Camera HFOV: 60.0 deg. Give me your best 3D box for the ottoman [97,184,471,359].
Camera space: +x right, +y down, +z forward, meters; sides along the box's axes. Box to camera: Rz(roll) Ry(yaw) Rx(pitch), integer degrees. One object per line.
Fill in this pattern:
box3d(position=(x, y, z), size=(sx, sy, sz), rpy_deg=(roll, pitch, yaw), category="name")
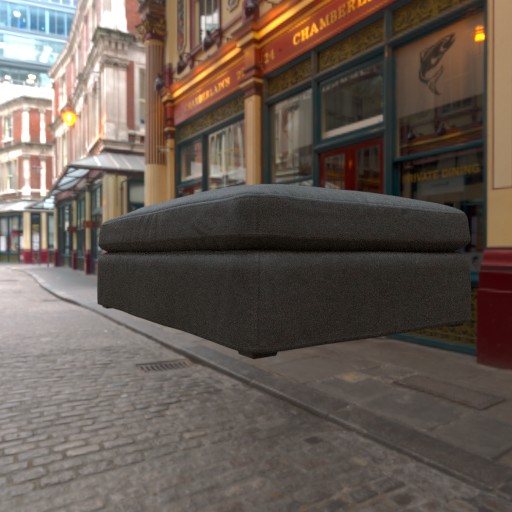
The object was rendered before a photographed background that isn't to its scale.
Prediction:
box3d(position=(0.000, 0.000, 1.605), size=(0.840, 0.429, 1.199), rpy_deg=(0, 0, -35), category="ottoman")
